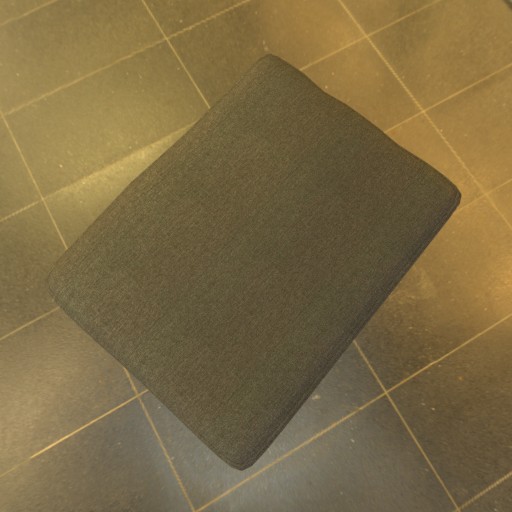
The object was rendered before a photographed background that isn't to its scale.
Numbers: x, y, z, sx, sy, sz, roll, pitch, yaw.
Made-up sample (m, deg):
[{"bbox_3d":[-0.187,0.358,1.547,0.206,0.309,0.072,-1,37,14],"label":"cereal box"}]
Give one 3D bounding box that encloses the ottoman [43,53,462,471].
[{"bbox_3d":[0.000,0.000,1.199,0.639,0.496,0.826,40,79,9],"label":"ottoman"}]
